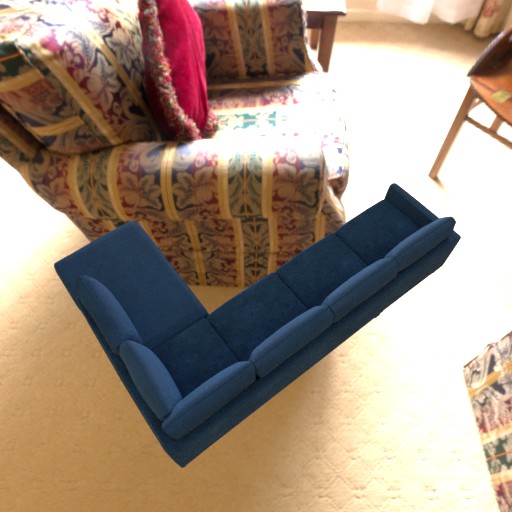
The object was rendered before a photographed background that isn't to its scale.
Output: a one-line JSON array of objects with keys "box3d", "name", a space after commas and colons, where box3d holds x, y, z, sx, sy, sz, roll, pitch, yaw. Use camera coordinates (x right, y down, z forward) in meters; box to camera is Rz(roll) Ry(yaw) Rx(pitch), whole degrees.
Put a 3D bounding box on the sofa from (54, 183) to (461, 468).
[{"box3d": [0.000, 0.000, 3.291, 2.486, 0.687, 1.707, -32, 63, -19], "name": "sofa"}]
